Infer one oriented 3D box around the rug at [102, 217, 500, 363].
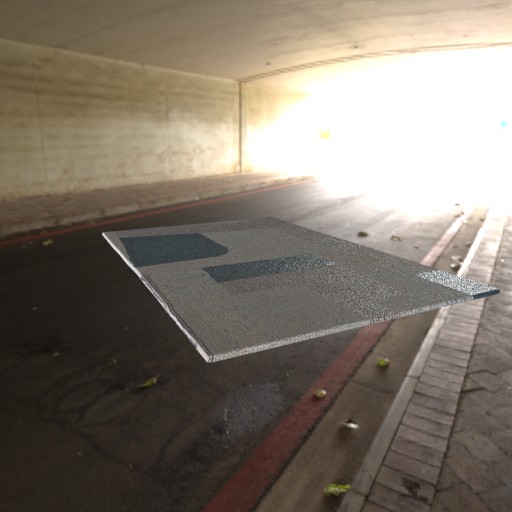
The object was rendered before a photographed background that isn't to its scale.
[{"bbox_3d":[0.000,0.000,2.272,1.238,0.020,1.847,-8,17,-26],"label":"rug"}]
